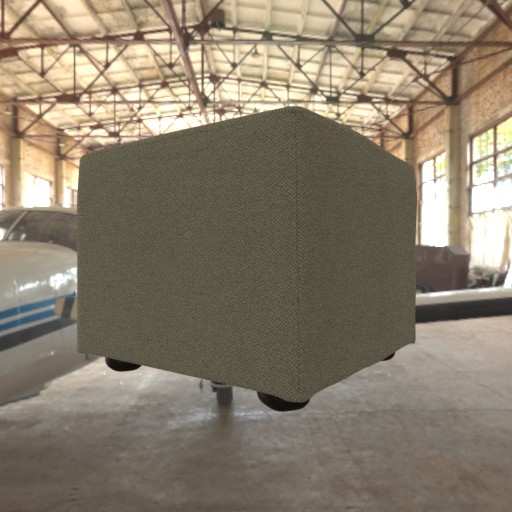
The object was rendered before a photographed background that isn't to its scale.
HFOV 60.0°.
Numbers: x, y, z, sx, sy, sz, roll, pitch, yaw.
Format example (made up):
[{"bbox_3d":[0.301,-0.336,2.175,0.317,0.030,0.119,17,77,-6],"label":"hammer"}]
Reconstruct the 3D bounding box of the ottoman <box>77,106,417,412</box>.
[{"bbox_3d":[0.000,0.000,0.919,0.521,0.453,0.512,0,0,36],"label":"ottoman"}]
